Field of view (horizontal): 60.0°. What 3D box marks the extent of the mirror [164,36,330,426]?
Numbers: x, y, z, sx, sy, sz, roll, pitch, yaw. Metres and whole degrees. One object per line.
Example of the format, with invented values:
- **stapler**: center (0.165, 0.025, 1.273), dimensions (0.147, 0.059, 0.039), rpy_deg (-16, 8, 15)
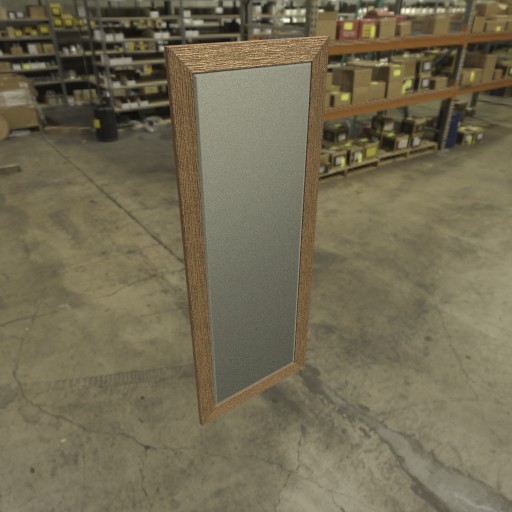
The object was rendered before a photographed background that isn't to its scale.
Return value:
- **mirror**: center (0.000, 0.000, 2.319), dimensions (0.812, 2.031, 0.026), rpy_deg (-21, 36, -31)
